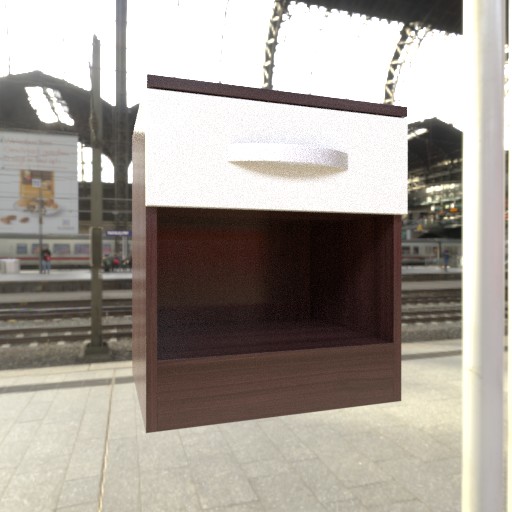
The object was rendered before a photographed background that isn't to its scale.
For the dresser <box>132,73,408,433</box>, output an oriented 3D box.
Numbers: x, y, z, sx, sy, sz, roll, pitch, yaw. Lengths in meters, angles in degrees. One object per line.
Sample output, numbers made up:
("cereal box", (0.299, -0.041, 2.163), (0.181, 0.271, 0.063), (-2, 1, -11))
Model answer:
("dresser", (0.000, 0.000, 0.779), (0.400, 0.470, 0.360), (0, 0, -19))
